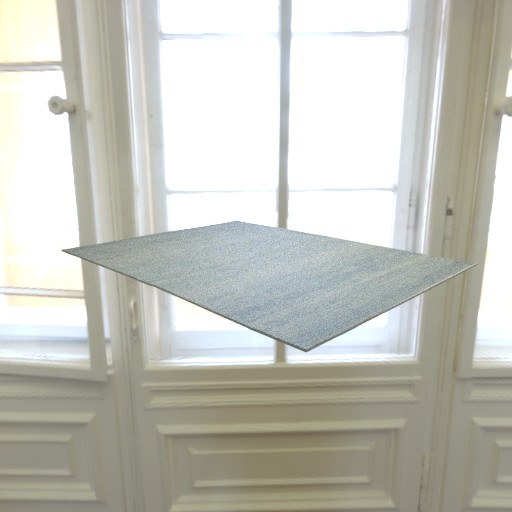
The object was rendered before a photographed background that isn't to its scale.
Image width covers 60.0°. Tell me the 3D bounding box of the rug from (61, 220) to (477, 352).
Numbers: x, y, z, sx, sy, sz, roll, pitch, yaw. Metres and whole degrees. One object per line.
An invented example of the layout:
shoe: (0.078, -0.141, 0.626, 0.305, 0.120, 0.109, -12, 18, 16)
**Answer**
rug: (0.000, 0.000, 4.282, 2.461, 0.046, 3.237, -14, 20, -43)
